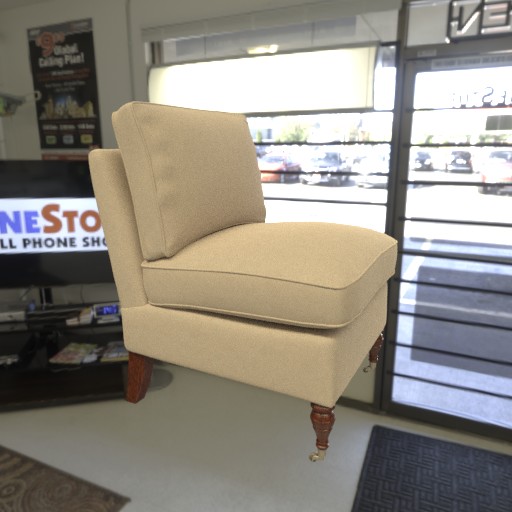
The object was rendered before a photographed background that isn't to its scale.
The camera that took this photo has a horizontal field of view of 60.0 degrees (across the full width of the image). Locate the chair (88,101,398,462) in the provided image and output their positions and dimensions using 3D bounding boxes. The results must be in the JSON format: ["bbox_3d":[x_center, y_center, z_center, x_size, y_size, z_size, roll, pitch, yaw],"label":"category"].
[{"bbox_3d":[0.000,0.000,1.633,0.912,1.052,0.724,7,16,27],"label":"chair"}]
